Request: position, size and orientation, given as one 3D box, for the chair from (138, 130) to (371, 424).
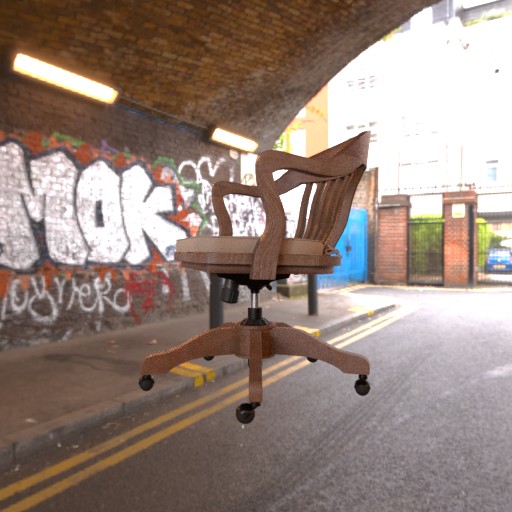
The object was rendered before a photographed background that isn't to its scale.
[{"bbox_3d":[0.000,0.000,1.537,0.788,0.878,0.750,0,1,-18],"label":"chair"}]
